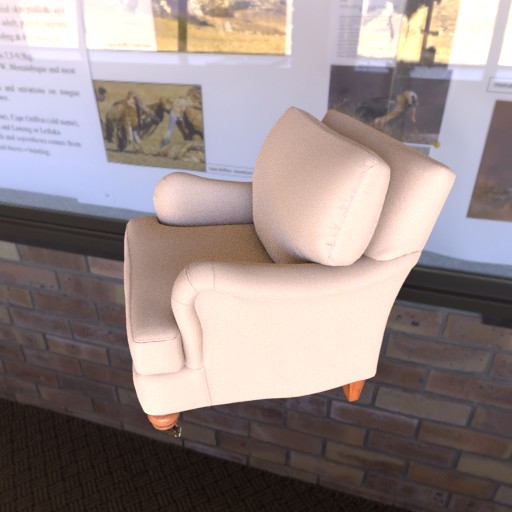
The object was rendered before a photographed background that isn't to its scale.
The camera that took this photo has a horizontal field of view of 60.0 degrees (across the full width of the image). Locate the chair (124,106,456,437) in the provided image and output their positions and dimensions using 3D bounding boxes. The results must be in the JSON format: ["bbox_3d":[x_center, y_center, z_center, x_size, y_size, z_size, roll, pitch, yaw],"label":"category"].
[{"bbox_3d":[0.000,0.000,1.840,1.070,1.038,0.955,-8,31,-13],"label":"chair"}]
